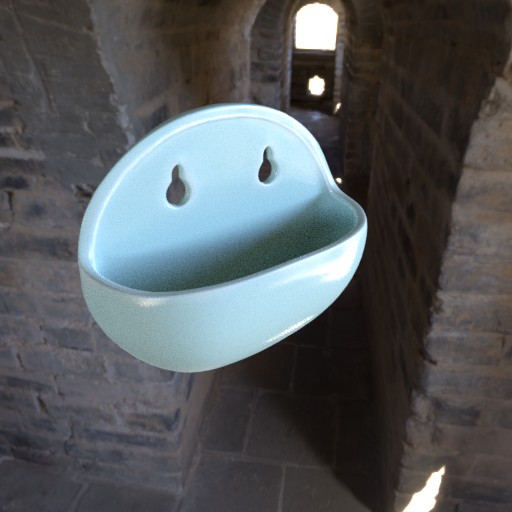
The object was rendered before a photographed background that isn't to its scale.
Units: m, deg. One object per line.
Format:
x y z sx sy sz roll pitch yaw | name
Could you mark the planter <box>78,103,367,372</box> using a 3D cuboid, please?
0.000 0.000 0.262 0.189 0.164 0.073 -20 34 -32 | planter
